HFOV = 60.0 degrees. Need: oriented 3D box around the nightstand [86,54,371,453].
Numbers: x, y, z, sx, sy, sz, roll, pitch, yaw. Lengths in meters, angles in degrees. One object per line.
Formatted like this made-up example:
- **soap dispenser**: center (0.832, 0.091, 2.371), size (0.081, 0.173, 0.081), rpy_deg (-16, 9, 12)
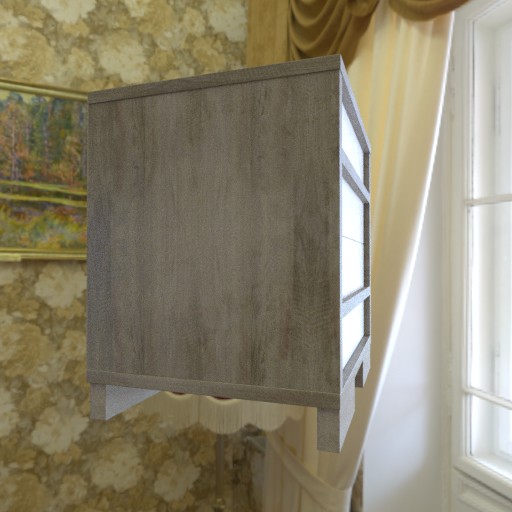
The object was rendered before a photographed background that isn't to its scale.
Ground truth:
- **nightstand**: center (0.000, 0.000, 0.752), size (0.347, 0.448, 0.427), rpy_deg (0, -1, 19)
